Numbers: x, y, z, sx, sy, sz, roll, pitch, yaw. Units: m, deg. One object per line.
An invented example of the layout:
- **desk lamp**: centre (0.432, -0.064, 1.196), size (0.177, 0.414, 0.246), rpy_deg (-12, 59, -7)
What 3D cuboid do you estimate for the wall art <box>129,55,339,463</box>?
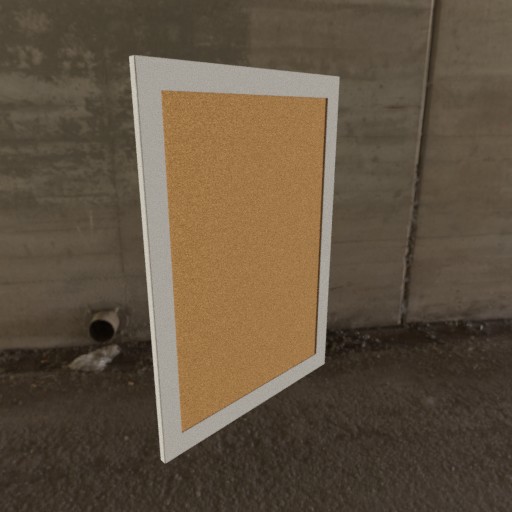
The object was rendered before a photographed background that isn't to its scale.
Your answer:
- **wall art**: centre (0.000, 0.000, 0.675), size (0.012, 0.529, 0.374), rpy_deg (17, 24, 42)
